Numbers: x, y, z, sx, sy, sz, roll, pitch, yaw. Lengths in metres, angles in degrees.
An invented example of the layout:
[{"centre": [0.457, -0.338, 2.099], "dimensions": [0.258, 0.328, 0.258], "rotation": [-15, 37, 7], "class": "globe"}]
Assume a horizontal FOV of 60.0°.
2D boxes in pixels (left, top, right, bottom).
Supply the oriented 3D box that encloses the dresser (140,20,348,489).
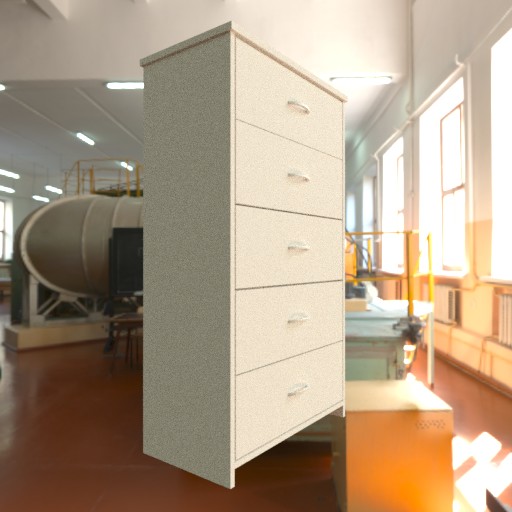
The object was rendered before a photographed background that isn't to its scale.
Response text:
[{"centre": [0.000, 0.000, 1.573], "dimensions": [0.399, 1.255, 0.704], "rotation": [0, 0, 37], "class": "dresser"}]
